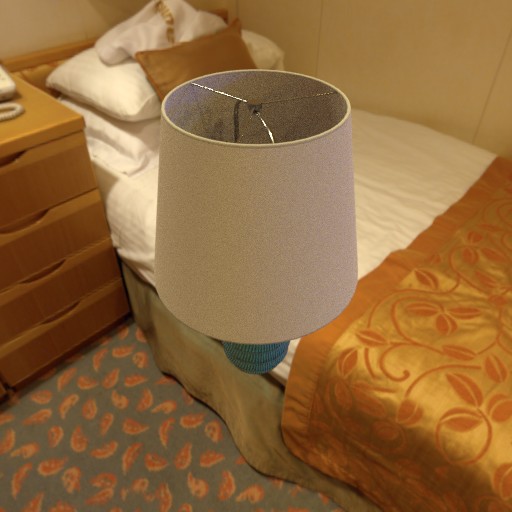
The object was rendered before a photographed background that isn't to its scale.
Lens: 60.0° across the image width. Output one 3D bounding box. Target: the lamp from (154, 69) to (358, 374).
[{"bbox_3d":[0.000,0.000,0.552,0.254,0.392,0.254,0,41,0],"label":"lamp"}]
